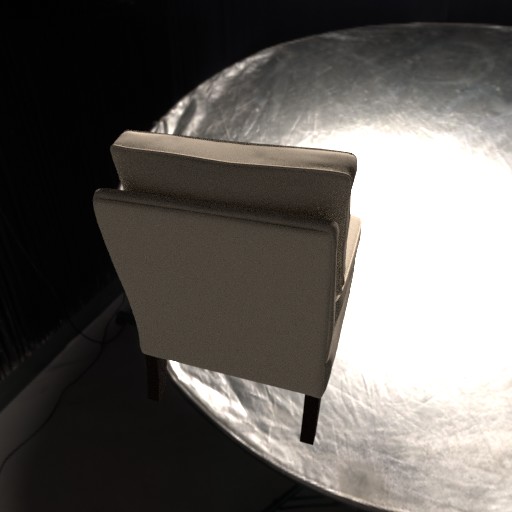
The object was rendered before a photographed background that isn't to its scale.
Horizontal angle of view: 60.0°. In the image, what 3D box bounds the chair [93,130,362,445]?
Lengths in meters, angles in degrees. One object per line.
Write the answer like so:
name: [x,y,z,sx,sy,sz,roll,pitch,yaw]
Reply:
chair: [0.000,0.000,1.466,0.630,0.887,0.781,10,32,16]
